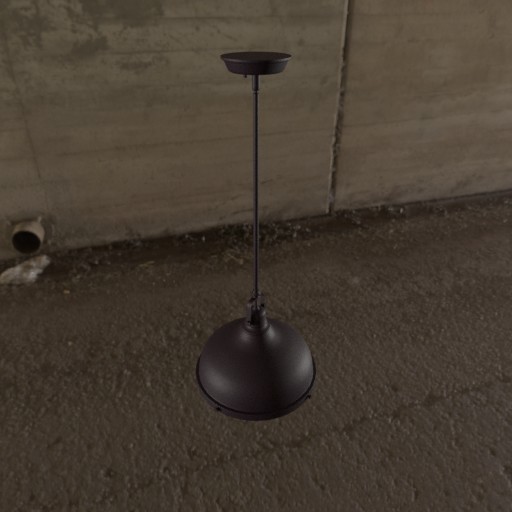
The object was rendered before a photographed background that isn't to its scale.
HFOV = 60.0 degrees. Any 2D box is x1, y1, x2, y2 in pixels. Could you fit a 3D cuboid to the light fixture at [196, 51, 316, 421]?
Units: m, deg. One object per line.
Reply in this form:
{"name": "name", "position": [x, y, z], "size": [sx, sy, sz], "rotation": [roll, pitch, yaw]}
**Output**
{"name": "light fixture", "position": [0.000, 0.000, 1.024], "size": [0.341, 0.849, 0.341], "rotation": [20, 36, 30]}
